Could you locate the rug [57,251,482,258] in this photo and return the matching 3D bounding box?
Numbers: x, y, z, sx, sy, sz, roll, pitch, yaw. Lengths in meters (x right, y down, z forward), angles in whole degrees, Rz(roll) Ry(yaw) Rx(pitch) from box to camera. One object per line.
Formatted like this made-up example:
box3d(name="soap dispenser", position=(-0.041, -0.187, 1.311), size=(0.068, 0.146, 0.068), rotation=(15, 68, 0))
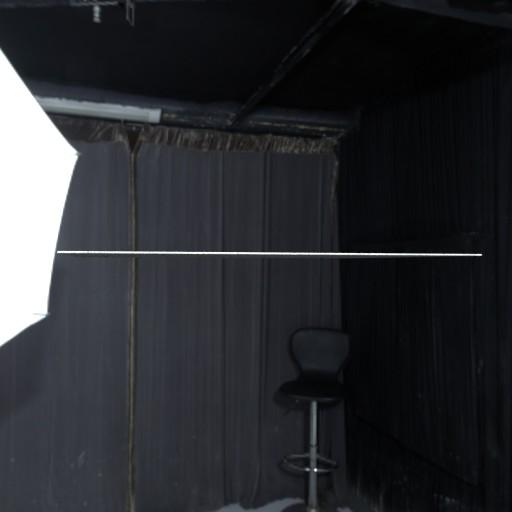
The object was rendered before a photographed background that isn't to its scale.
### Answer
box3d(name="rug", position=(0.000, 0.000, 2.338), size=(1.813, 0.006, 1.202), rotation=(0, -1, -18))
